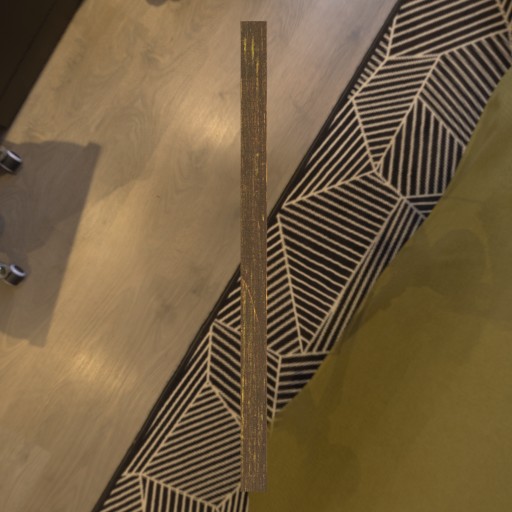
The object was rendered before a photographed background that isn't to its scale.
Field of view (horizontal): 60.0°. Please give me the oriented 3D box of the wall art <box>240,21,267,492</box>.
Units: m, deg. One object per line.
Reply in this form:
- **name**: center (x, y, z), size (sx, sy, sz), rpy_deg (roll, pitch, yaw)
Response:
- **wall art**: center (0.000, 0.000, 0.754), size (0.032, 0.457, 0.558), rpy_deg (0, 90, 1)
